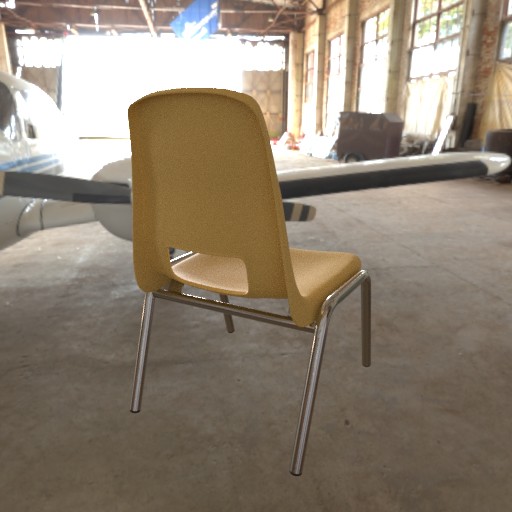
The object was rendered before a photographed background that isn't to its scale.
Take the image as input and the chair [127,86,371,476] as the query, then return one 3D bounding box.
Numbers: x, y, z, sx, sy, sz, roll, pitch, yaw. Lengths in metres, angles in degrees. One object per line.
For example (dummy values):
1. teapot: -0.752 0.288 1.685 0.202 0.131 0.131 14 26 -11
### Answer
1. chair: 0.000 0.000 0.783 0.354 0.536 0.385 9 19 27
